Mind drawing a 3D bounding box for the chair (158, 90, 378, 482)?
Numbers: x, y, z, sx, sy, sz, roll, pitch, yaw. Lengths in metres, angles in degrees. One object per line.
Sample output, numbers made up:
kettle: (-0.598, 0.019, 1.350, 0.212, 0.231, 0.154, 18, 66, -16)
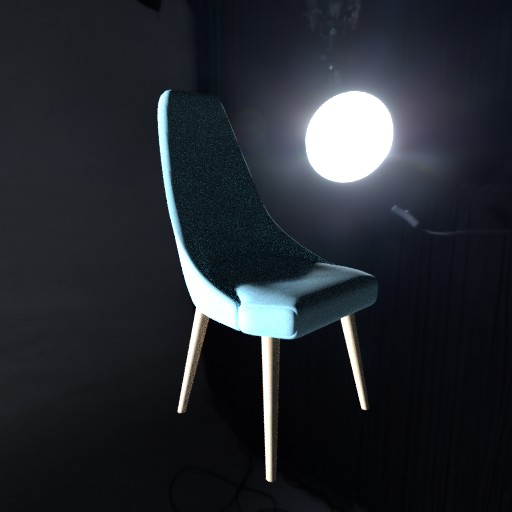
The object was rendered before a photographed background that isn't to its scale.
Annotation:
chair: (0.000, 0.000, 1.402, 0.660, 1.040, 0.510, 12, 18, 43)
